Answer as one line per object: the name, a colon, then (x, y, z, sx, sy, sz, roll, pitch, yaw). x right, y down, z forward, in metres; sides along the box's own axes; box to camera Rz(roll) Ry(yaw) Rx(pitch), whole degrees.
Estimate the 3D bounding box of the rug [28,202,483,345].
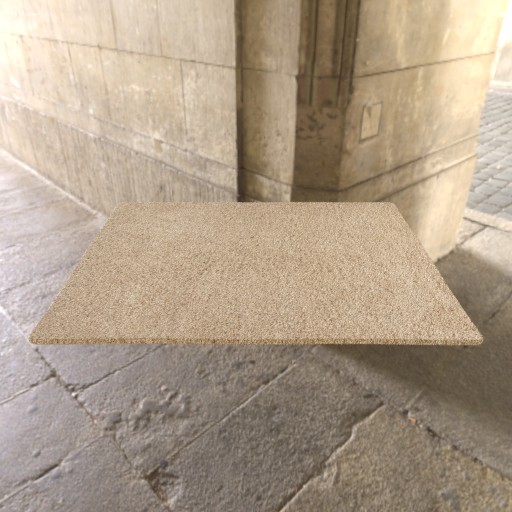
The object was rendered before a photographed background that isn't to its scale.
rug: (0.000, 0.000, 2.065, 1.600, 0.025, 1.199, 0, 30, 0)
